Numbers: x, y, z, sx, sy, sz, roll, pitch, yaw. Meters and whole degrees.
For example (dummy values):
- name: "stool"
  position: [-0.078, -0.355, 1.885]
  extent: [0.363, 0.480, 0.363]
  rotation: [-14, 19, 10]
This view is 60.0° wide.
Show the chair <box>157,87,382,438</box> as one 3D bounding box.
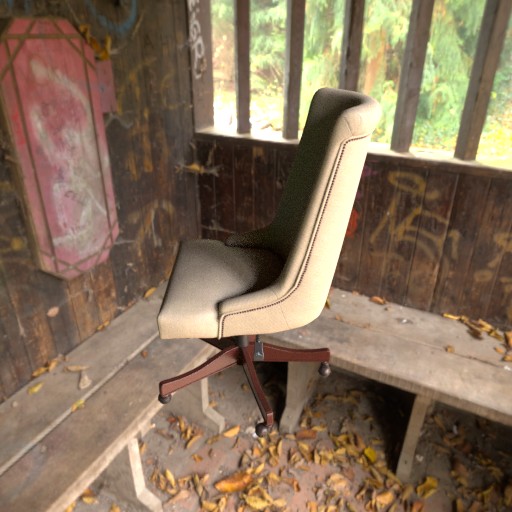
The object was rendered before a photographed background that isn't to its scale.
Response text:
- name: "chair"
  position: [0.000, 0.000, 1.477]
  extent: [0.696, 1.010, 0.645]
  rotation: [0, 28, -1]
